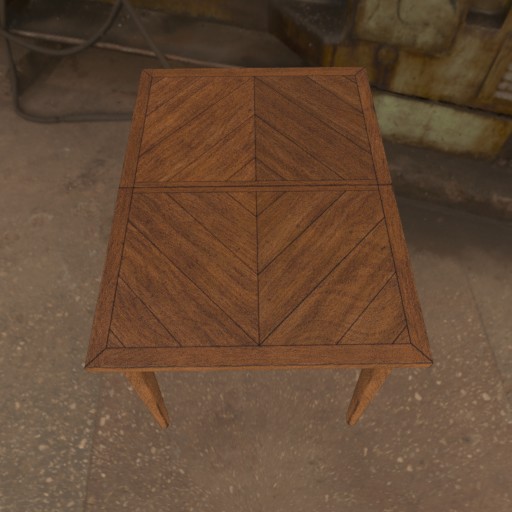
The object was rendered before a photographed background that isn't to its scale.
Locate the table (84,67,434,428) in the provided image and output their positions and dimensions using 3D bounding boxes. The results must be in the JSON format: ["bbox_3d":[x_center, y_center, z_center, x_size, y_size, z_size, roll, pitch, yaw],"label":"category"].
[{"bbox_3d":[0.000,0.000,1.551,0.757,0.760,1.027,-1,58,0],"label":"table"}]
